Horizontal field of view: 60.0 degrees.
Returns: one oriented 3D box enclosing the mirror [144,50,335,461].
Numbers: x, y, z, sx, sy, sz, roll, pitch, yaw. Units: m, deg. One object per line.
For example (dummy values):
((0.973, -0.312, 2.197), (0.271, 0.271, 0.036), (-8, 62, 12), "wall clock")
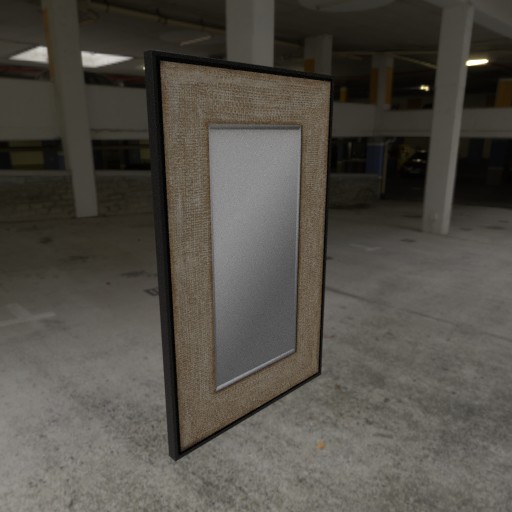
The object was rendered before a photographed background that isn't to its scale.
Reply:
((0.000, 0.000, 1.533), (0.762, 1.219, 0.038), (-15, 21, -42), "mirror")
